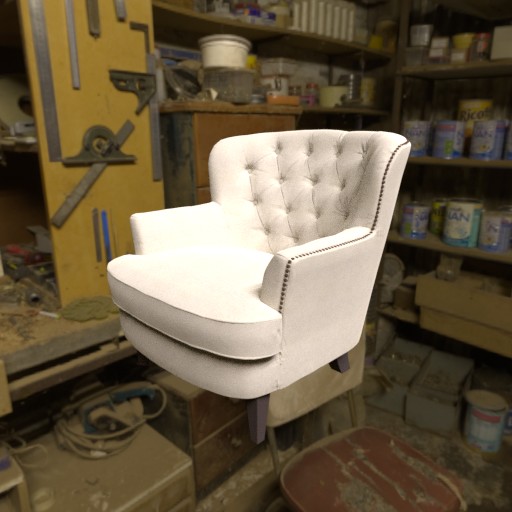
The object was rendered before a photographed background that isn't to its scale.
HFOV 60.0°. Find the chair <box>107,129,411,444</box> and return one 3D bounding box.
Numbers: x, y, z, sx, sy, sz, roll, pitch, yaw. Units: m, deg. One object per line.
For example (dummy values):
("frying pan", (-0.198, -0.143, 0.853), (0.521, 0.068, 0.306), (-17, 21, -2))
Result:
("chair", (0.000, 0.000, 1.576), (0.906, 0.868, 0.848), (-15, 21, -42))
